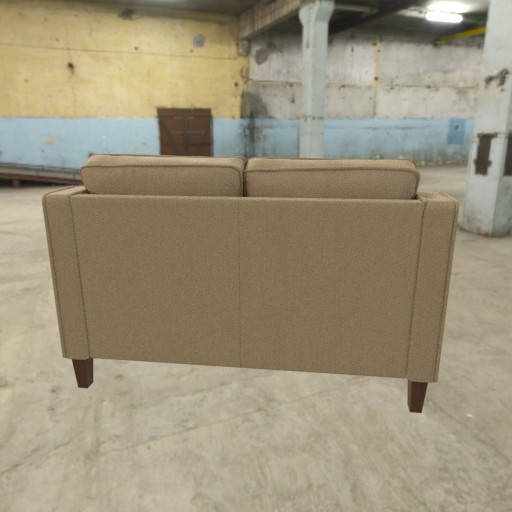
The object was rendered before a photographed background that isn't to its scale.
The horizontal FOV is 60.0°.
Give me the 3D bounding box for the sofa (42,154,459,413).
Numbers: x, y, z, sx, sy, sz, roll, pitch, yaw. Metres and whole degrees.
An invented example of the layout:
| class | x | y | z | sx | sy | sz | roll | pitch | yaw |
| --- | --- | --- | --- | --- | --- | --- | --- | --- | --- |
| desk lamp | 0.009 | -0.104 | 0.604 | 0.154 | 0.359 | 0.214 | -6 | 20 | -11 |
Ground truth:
| class | x | y | z | sx | sy | sz | roll | pitch | yaw |
| --- | --- | --- | --- | --- | --- | --- | --- | --- | --- |
| sofa | 0.000 | 0.000 | 2.121 | 1.501 | 0.971 | 0.987 | 2 | 15 | 7 |
